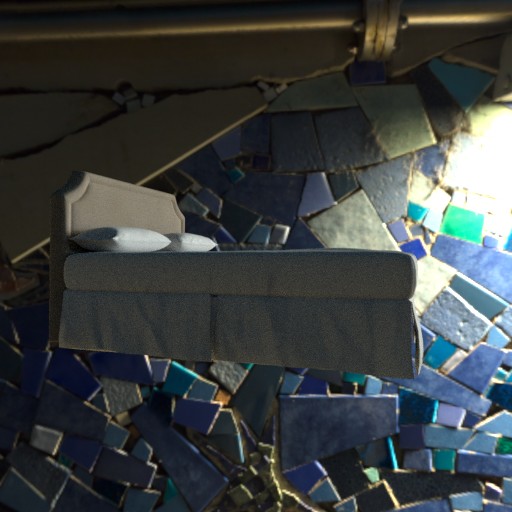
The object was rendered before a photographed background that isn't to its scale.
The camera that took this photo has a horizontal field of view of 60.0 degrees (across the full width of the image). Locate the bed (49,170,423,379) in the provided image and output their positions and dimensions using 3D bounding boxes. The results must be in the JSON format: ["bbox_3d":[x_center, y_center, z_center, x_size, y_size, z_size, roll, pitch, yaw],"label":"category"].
[{"bbox_3d":[0.000,0.000,3.587,2.498,1.293,1.977,0,0,19],"label":"bed"}]
